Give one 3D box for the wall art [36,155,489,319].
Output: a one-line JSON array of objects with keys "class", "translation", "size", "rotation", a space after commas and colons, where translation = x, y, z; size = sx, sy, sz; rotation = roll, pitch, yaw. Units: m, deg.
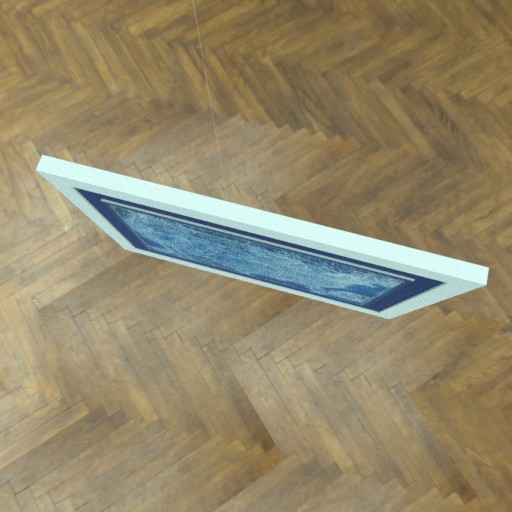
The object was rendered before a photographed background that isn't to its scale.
[{"class": "wall art", "translation": [0.000, 0.000, 1.687], "size": [1.308, 0.902, 0.051], "rotation": [15, 76, 4]}]
